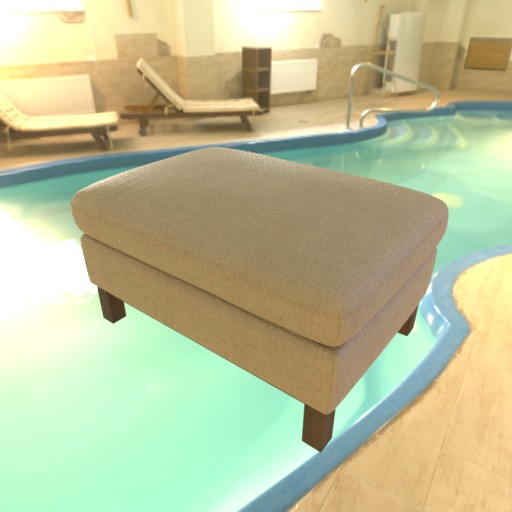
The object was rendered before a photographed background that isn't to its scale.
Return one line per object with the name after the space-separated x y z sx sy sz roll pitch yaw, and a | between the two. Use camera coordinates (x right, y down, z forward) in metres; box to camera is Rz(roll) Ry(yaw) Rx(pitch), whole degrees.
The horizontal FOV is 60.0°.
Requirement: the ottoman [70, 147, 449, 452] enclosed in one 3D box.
0.000 0.000 1.065 0.735 0.404 0.528 21 35 32 | ottoman
